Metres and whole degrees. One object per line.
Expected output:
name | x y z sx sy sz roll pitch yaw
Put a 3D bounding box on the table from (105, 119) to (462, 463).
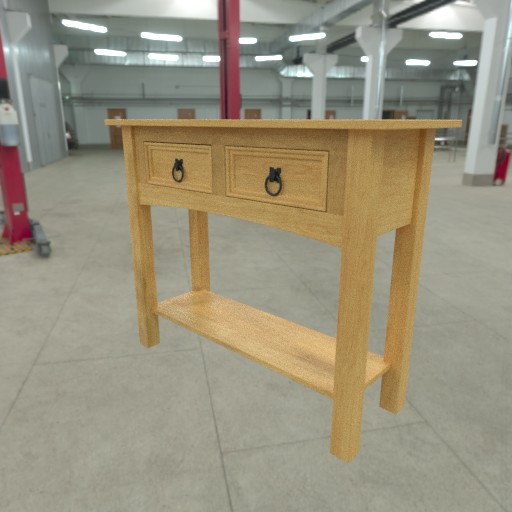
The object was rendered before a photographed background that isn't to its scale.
table | 0.000 0.000 1.235 0.900 0.728 0.340 15 23 40
